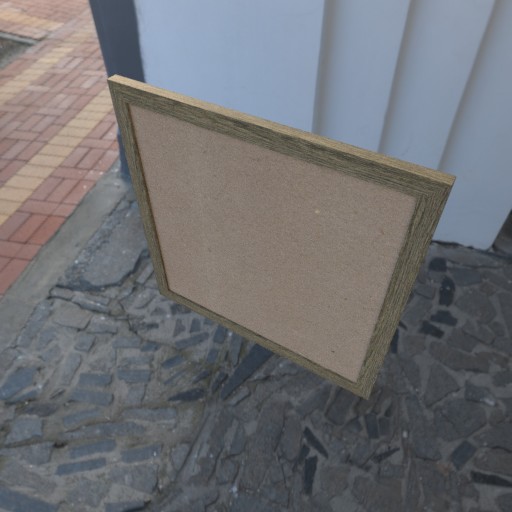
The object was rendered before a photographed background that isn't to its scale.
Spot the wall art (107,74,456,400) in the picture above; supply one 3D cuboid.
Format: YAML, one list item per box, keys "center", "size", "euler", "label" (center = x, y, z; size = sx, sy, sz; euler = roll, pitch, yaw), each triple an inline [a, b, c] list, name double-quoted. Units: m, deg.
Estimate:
- center: [0.000, 0.000, 0.760]
  size: [0.508, 0.508, 0.019]
  euler: [23, 50, 21]
  label: "wall art"
